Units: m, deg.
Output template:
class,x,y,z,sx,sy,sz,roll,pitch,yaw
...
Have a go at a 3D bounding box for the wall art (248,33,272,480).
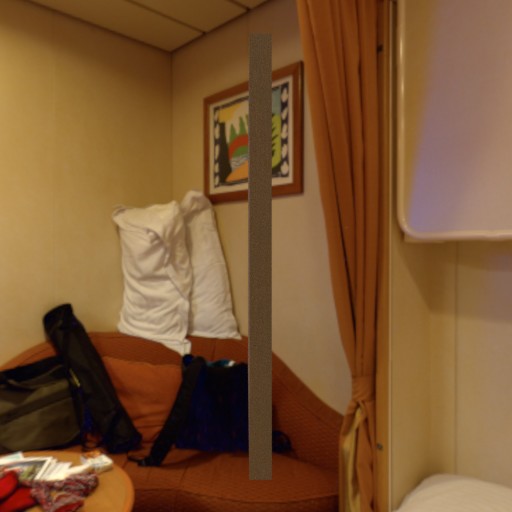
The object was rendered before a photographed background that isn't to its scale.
class,x,y,z,sx,sy,sz,roll,pitch,yaw
wall art,0.000,0.000,1.134,0.038,0.758,0.761,0,0,-1
